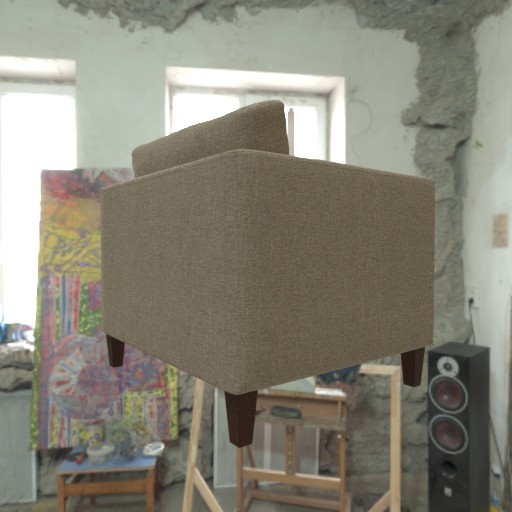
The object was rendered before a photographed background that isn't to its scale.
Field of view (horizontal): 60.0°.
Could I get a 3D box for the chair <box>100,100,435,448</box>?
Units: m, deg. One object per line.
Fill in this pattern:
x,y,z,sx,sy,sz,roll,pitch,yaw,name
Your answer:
0.000,0.000,1.828,0.959,0.987,1.107,-1,2,-38,chair
